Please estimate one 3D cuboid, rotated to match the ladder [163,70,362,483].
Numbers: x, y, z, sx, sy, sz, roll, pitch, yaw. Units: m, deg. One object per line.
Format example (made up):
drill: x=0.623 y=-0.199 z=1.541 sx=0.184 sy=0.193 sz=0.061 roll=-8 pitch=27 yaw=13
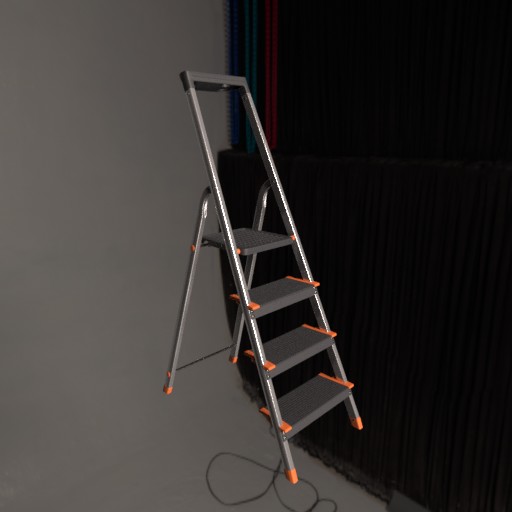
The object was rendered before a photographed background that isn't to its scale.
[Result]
ladder: x=0.000 y=0.000 z=1.818 sx=0.452 sy=1.429 sz=0.834 roll=-15 pitch=21 yaw=-43
